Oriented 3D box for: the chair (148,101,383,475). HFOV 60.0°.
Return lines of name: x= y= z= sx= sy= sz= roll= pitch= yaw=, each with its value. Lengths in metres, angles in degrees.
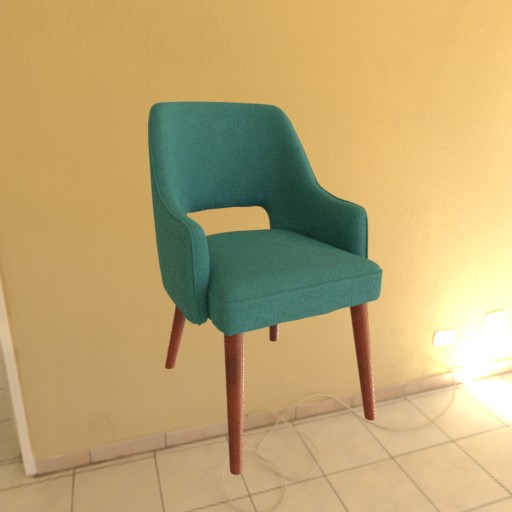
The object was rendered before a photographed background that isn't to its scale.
chair: x=0.000 y=0.000 z=1.263 sx=0.548 sy=0.849 sz=0.605 roll=-9 pitch=19 yaw=-27
